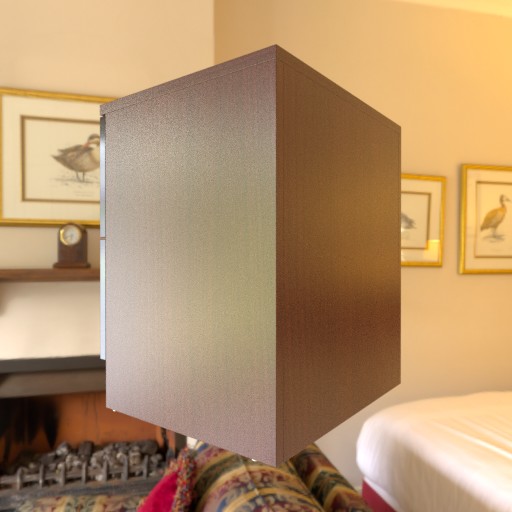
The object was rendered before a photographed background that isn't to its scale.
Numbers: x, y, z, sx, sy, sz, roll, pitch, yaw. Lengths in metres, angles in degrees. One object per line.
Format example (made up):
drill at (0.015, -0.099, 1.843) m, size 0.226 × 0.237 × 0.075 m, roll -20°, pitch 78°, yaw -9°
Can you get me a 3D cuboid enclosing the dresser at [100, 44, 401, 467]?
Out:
dresser at (0.000, 0.000, 0.757) m, size 0.360 × 0.470 × 0.400 m, roll 0°, pitch 0°, yaw 37°
